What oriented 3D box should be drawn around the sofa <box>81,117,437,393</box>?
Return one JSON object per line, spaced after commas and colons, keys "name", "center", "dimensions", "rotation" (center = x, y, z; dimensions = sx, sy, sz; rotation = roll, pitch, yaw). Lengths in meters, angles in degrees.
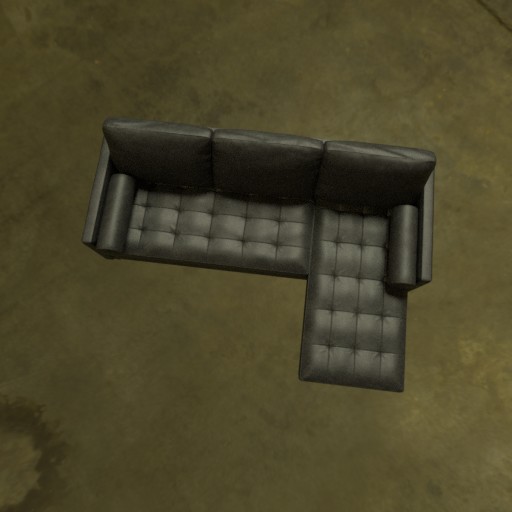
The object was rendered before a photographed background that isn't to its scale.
{"name": "sofa", "center": [0.000, 0.000, 2.885], "dimensions": [2.178, 0.876, 1.497], "rotation": [6, 77, 2]}
